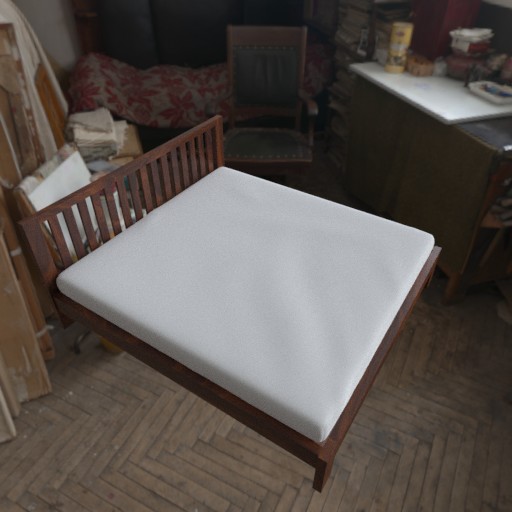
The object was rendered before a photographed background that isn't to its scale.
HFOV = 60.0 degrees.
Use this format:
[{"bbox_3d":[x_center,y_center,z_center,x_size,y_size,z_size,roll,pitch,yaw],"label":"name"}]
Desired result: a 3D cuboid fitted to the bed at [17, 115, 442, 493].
[{"bbox_3d":[0.000,0.000,3.008,2.030,0.890,1.905,23,44,25],"label":"bed"}]
